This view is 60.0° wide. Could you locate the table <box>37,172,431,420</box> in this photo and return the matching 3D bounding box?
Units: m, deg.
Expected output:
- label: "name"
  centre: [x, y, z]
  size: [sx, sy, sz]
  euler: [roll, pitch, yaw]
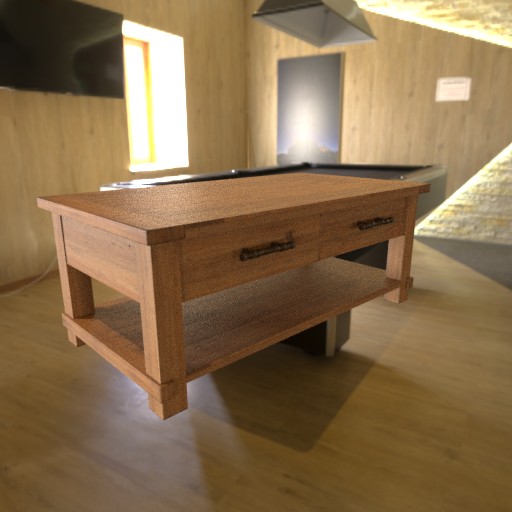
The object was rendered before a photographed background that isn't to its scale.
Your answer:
- label: "table"
  centre: [0.000, 0.000, 1.647]
  size: [1.270, 0.494, 0.693]
  euler: [-14, 21, -41]
